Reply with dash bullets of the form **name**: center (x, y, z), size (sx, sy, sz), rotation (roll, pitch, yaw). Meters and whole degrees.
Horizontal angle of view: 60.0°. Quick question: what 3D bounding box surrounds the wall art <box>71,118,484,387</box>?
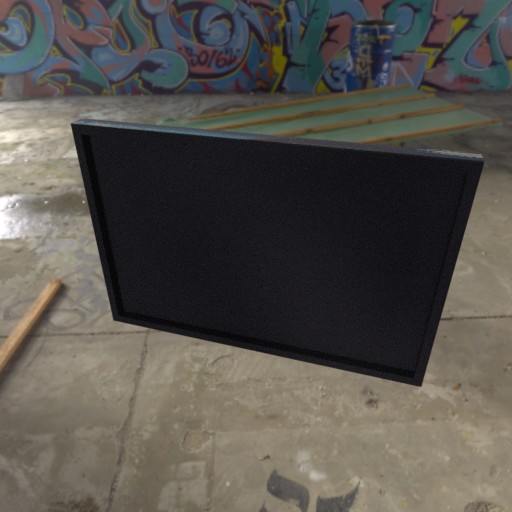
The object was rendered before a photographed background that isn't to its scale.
- **wall art**: center (0.000, 0.000, 0.750), size (0.609, 0.406, 0.033), rotation (9, 33, 14)
